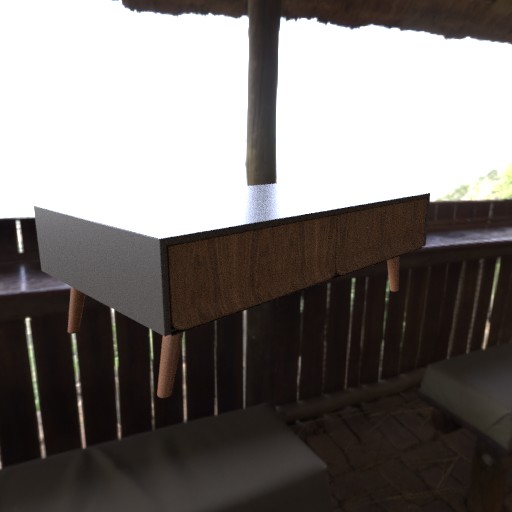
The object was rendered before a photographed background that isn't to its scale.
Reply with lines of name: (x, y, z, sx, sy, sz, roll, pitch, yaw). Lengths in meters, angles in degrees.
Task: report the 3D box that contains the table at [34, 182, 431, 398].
table: (0.000, 0.000, 1.559, 1.201, 0.404, 0.703, -14, 20, -43)
